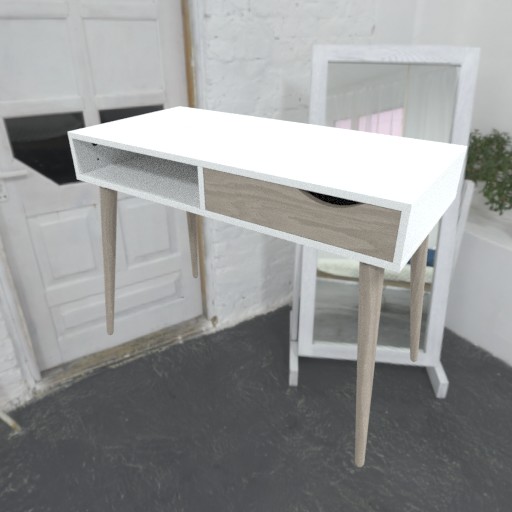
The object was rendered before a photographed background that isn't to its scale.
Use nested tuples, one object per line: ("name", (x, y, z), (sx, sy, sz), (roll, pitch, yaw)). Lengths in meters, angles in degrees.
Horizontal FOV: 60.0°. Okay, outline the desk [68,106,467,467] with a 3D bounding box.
("desk", (0.000, 0.000, 1.369), (0.979, 0.723, 0.491), (18, 34, 29))
